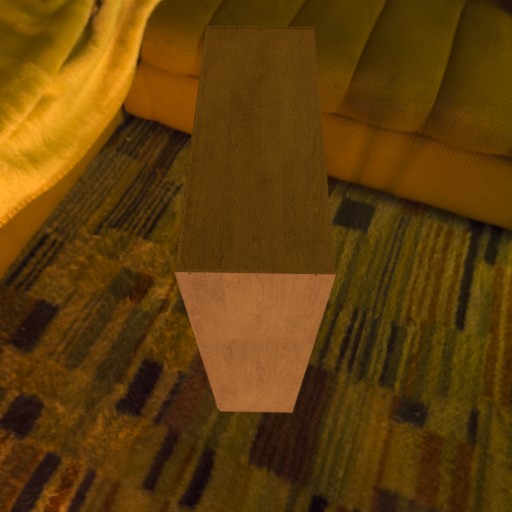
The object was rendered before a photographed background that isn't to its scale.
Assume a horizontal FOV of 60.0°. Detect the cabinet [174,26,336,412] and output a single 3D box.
[{"bbox_3d":[0.000,0.000,2.503,0.510,1.910,1.290,1,59,1],"label":"cabinet"}]
